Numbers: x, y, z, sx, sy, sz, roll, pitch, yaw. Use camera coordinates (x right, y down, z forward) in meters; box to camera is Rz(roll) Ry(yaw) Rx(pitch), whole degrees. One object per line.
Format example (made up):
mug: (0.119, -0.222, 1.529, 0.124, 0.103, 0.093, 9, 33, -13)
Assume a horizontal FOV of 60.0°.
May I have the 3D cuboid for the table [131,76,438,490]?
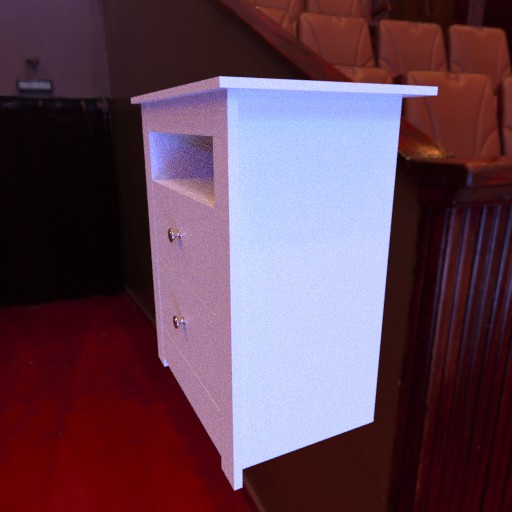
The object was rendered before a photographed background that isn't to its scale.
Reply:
table: (0.000, 0.000, 1.030, 0.406, 0.711, 0.589, -8, 19, -25)
